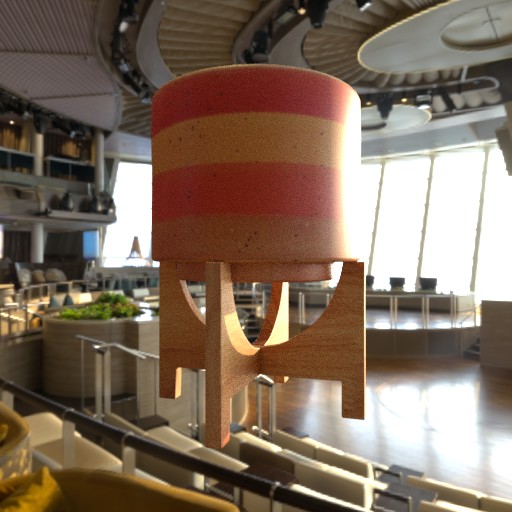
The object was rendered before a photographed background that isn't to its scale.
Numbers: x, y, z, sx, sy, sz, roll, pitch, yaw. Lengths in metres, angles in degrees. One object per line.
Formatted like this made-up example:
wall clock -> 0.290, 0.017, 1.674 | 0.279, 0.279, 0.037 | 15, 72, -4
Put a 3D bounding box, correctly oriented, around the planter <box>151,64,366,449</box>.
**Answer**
planter -> 0.000, 0.000, 0.561 | 0.269, 0.379, 0.269 | 0, 0, 0
